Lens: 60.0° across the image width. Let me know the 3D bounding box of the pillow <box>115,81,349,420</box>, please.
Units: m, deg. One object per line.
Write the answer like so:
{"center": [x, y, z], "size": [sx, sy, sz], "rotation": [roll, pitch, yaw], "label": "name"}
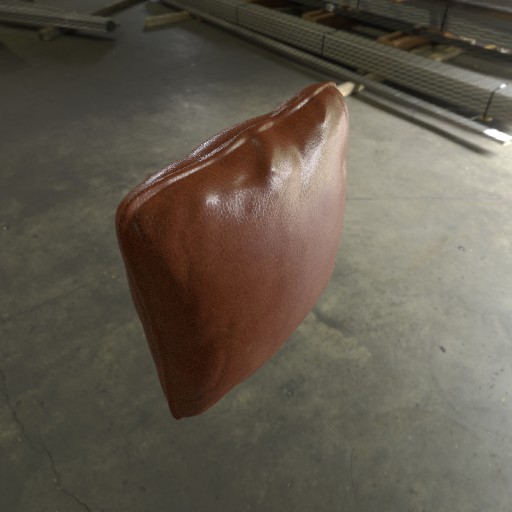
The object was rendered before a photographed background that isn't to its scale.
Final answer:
{"center": [0.000, 0.000, 0.836], "size": [0.236, 0.523, 0.532], "rotation": [27, 48, 27], "label": "pillow"}
